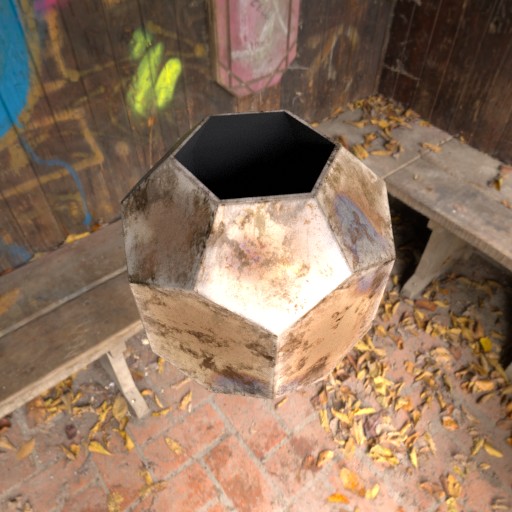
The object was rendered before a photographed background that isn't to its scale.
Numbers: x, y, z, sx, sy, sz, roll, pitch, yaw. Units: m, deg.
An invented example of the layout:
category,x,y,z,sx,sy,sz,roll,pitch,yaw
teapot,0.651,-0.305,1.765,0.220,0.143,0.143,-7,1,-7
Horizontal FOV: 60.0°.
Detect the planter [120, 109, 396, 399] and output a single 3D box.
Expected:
category,x,y,z,sx,sy,sz,roll,pitch,yaw
planter,0.000,0.000,0.424,0.243,0.238,0.221,17,50,15
